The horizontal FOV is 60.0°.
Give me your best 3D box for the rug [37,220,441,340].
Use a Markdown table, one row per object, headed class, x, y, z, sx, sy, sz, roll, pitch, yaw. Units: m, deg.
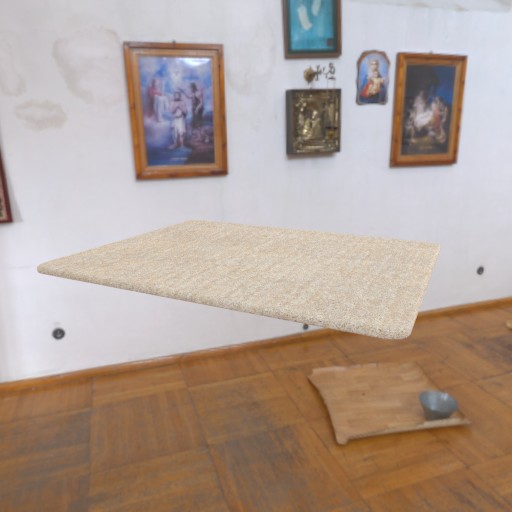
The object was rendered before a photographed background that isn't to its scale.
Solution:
| class | x | y | z | sx | sy | sz | roll | pitch | yaw |
| --- | --- | --- | --- | --- | --- | --- | --- | --- | --- |
| rug | 0.000 | 0.000 | 3.432 | 2.528 | 0.048 | 2.009 | 7 | 17 | 25 |
